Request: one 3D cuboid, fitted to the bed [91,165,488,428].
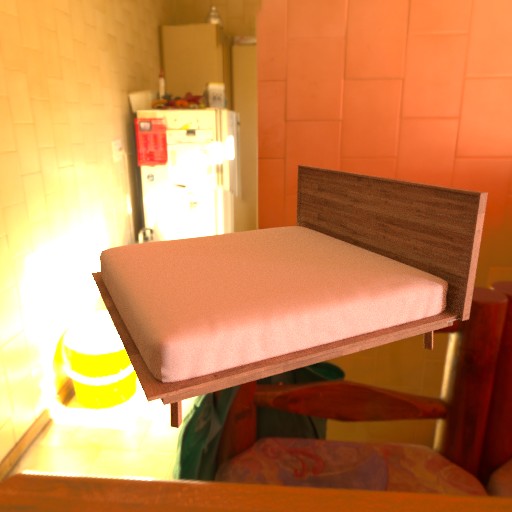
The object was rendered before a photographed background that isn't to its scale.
[{"bbox_3d":[0.000,0.000,3.345,2.167,1.100,2.116,-8,19,-25],"label":"bed"}]
